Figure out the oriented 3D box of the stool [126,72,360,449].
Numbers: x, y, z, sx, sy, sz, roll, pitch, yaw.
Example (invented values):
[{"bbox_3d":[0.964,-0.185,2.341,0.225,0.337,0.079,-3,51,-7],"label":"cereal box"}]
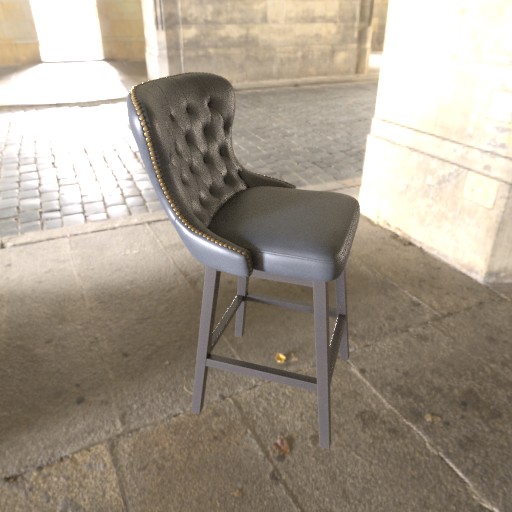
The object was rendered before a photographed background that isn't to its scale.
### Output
[{"bbox_3d":[0.000,0.000,1.322,0.593,0.971,0.528,9,30,16],"label":"stool"}]
